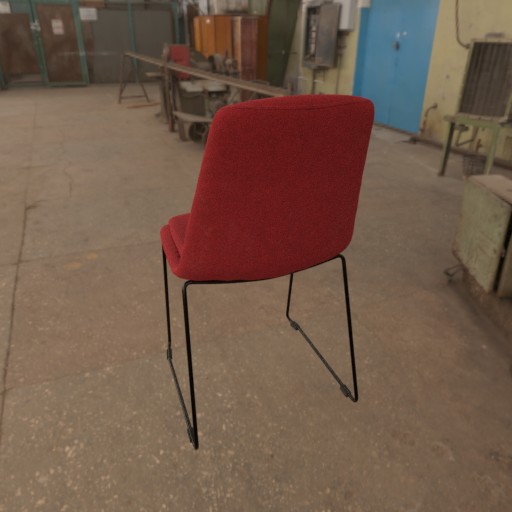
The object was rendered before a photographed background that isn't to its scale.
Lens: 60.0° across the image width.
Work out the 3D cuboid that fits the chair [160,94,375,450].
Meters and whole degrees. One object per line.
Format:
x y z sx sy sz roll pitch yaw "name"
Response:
0.000 0.000 1.160 0.479 0.858 0.518 -10 29 -18 "chair"
